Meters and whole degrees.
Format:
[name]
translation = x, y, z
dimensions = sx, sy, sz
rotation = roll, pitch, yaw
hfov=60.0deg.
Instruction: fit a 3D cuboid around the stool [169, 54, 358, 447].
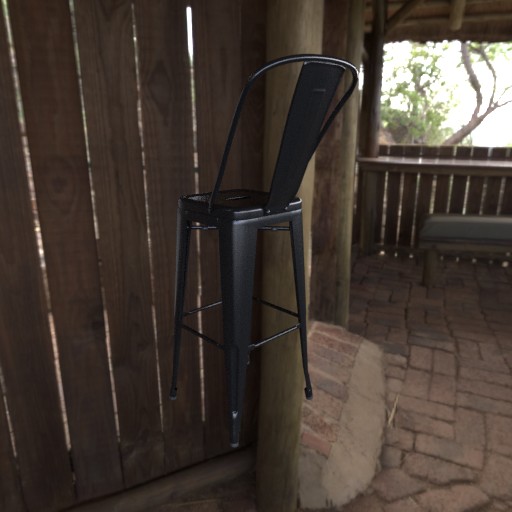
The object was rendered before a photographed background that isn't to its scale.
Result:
[stool]
translation = 0.000, 0.000, 1.376
dimensions = 0.399, 1.096, 0.513
rotation = -15, 22, -41
